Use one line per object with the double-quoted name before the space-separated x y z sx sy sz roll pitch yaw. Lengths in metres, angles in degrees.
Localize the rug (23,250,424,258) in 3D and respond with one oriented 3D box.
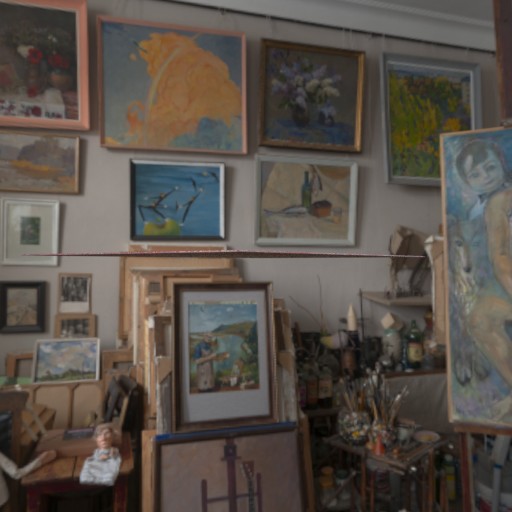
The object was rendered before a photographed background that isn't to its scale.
"rug" 0.000 0.000 2.316 1.219 0.006 1.829 -1 -1 36
